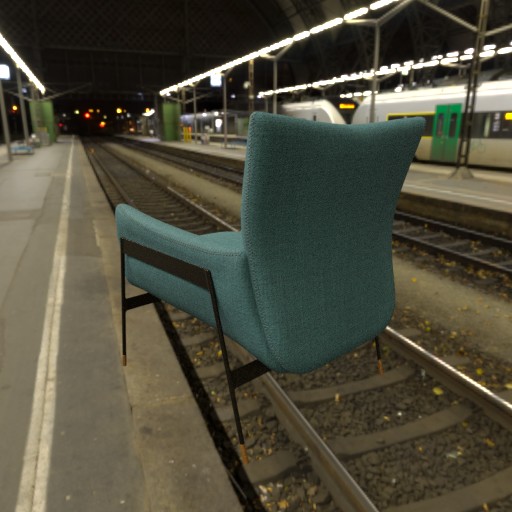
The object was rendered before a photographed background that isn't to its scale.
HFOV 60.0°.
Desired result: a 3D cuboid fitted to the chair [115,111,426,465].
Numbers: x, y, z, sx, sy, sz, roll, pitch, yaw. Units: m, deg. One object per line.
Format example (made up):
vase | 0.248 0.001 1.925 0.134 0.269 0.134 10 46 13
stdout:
chair | 0.000 0.000 1.435 0.678 0.859 0.769 -14 22 -41
